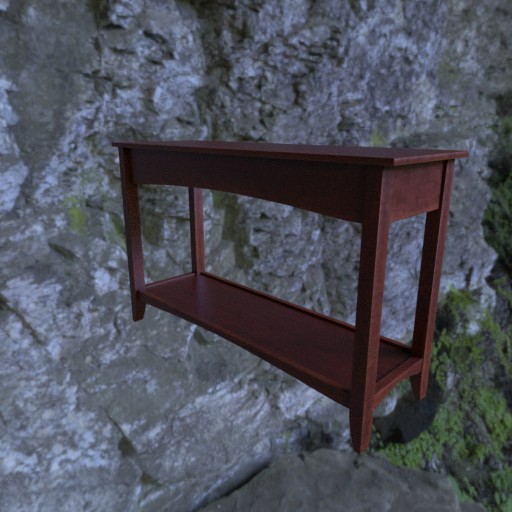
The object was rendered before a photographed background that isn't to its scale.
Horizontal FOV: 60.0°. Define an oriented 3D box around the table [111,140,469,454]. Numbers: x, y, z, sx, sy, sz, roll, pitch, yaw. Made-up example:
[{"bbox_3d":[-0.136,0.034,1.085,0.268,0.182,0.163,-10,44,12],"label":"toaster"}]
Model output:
[{"bbox_3d":[0.000,0.000,1.530,0.392,0.739,1.188,-16,23,-42],"label":"table"}]
